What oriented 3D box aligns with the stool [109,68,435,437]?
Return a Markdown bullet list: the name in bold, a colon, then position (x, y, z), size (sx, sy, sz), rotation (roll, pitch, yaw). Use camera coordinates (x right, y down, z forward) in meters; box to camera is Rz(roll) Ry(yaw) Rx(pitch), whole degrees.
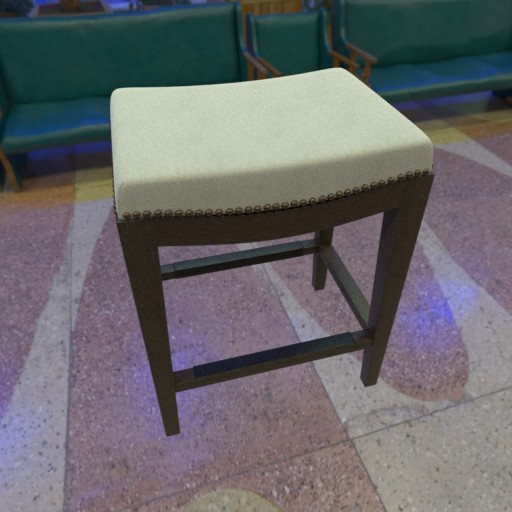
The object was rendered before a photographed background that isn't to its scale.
- **stool**: position (0.000, 0.000, 0.937), size (0.500, 0.642, 0.361), rotation (-10, 42, -11)
